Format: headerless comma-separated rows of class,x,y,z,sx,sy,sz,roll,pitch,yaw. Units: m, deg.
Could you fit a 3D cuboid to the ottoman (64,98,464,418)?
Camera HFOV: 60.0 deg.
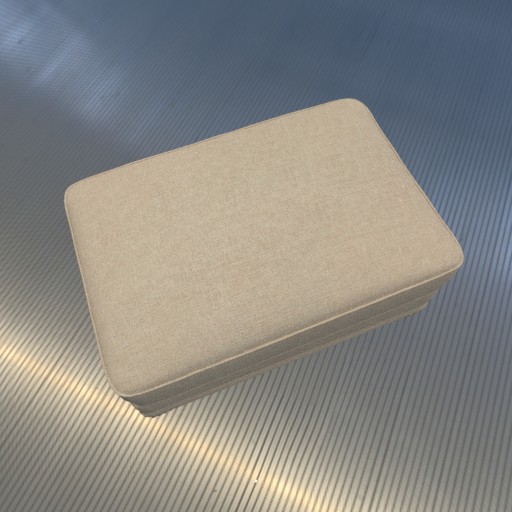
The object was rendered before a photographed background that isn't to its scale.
ottoman,0.000,0.000,1.164,0.813,0.458,0.559,-19,65,-10
